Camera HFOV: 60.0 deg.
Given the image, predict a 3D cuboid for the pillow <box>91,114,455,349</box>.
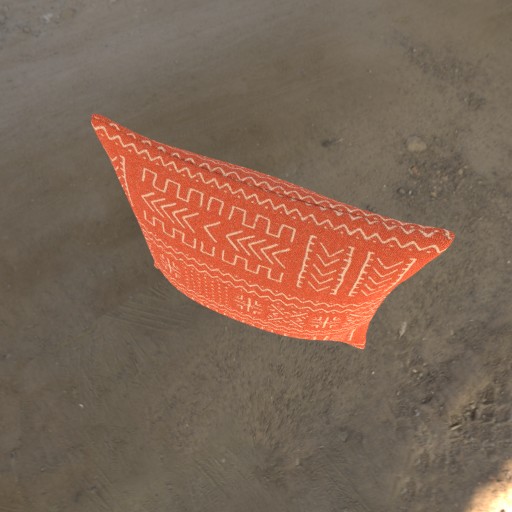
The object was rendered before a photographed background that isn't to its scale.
[{"bbox_3d":[0.000,0.000,0.673,0.438,0.429,0.164,21,66,10],"label":"pillow"}]
